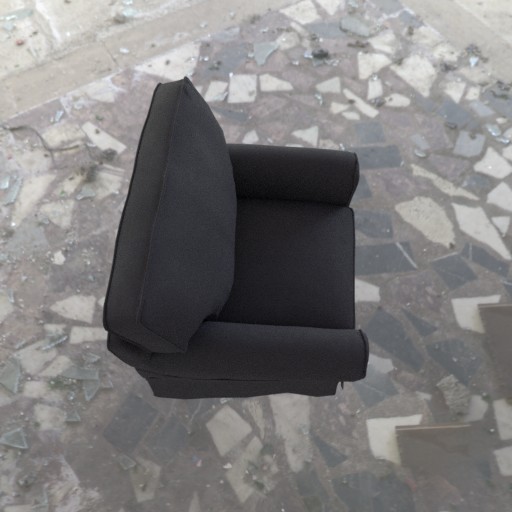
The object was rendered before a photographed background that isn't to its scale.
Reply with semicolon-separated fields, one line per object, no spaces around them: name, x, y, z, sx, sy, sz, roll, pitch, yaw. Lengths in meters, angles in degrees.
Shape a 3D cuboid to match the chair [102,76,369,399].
chair;0.000;0.000;1.987;1.002;1.140;1.119;3;63;2
